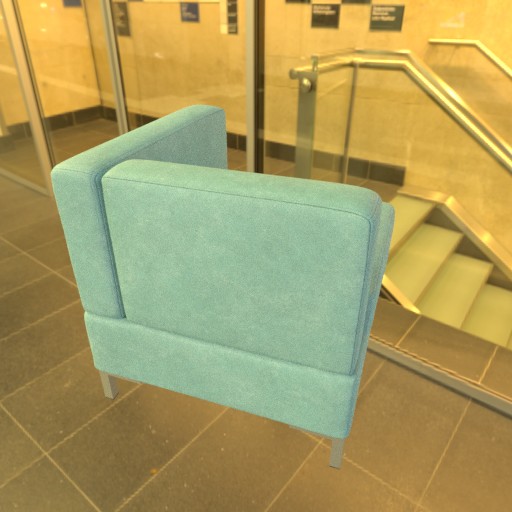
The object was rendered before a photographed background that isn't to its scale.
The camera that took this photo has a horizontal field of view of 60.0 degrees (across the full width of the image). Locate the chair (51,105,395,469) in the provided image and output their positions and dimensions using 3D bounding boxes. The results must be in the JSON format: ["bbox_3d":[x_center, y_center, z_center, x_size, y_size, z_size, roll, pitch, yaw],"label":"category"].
[{"bbox_3d":[0.000,0.000,1.208,0.680,0.660,0.680,10,32,17],"label":"chair"}]
